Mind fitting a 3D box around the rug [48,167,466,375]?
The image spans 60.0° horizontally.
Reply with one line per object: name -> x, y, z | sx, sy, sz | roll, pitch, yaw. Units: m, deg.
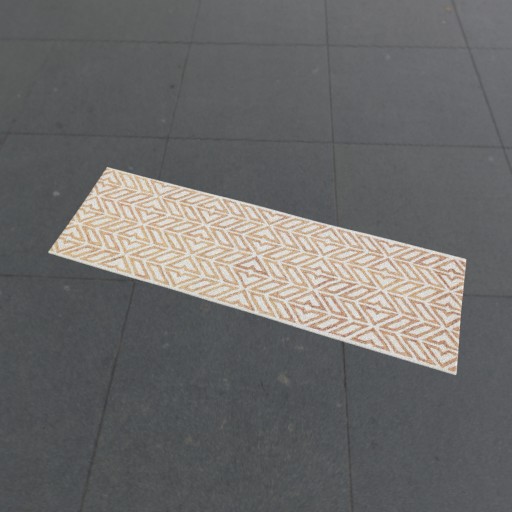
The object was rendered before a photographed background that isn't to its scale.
rug -> 0.000, 0.000, 2.699 | 2.435, 0.009, 0.750 | 15, 59, 10
